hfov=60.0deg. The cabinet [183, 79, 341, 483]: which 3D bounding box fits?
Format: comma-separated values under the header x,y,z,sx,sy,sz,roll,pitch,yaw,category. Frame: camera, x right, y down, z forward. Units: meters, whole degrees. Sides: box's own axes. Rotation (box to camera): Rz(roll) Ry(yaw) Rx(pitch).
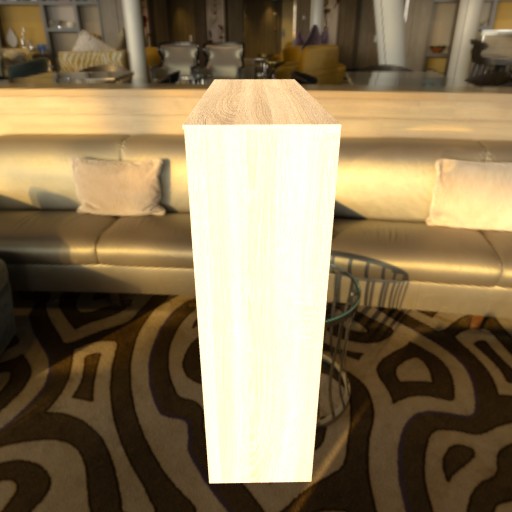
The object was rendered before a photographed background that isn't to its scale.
x,y,z,sx,sy,sz,roll,pitch,yaw,category
0.000,0.000,2.990,0.620,2.060,1.870,0,27,-1,cabinet
